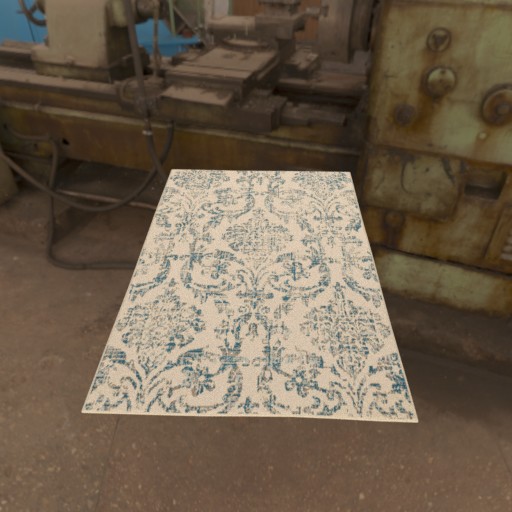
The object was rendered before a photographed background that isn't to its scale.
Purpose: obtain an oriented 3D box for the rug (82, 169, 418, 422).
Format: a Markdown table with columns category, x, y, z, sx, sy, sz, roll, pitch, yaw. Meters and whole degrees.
| category | x | y | z | sx | sy | sz | roll | pitch | yaw |
| --- | --- | --- | --- | --- | --- | --- | --- | --- | --- |
| rug | 0.000 | 0.000 | 2.298 | 1.213 | 0.012 | 1.831 | 1 | 39 | 1 |
